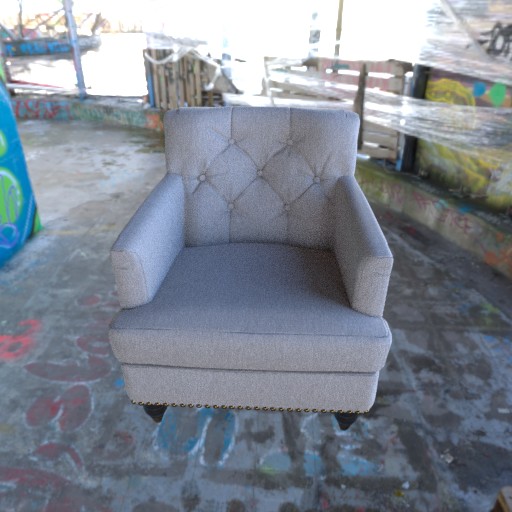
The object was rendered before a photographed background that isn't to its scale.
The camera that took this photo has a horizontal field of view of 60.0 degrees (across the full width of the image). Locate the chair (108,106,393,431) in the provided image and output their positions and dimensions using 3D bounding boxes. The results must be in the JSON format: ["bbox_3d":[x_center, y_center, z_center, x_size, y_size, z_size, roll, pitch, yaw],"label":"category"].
[{"bbox_3d":[0.000,0.000,1.494,0.737,0.823,0.902,1,30,3],"label":"chair"}]
